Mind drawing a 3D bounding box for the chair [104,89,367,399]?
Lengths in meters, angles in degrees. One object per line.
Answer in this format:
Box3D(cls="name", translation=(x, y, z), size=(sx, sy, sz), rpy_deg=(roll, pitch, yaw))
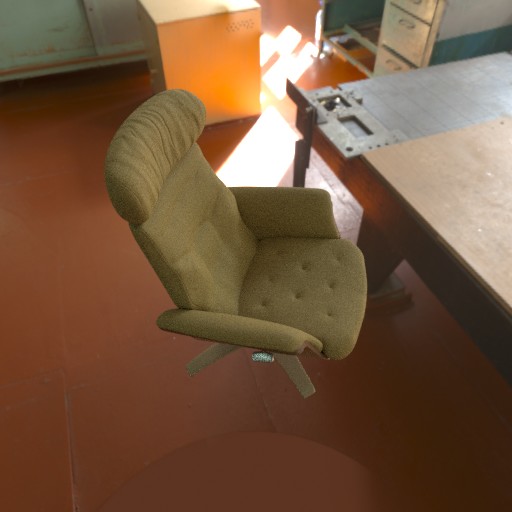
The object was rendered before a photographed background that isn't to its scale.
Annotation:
Box3D(cls="chair", translation=(0.000, 0.000, 1.599), size=(0.837, 0.995, 0.785), rpy_deg=(10, 48, 10))
